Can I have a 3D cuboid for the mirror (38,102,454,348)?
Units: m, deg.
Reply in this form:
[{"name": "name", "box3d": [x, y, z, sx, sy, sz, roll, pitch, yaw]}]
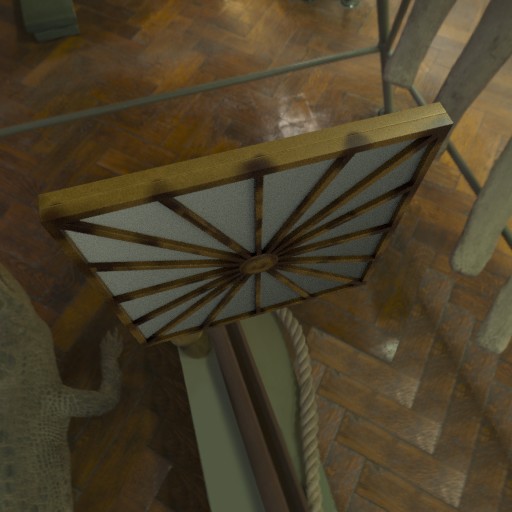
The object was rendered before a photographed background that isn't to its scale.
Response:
[{"name": "mirror", "box3d": [0.000, 0.000, 0.755, 0.509, 0.507, 0.042, -15, 64, -8]}]
